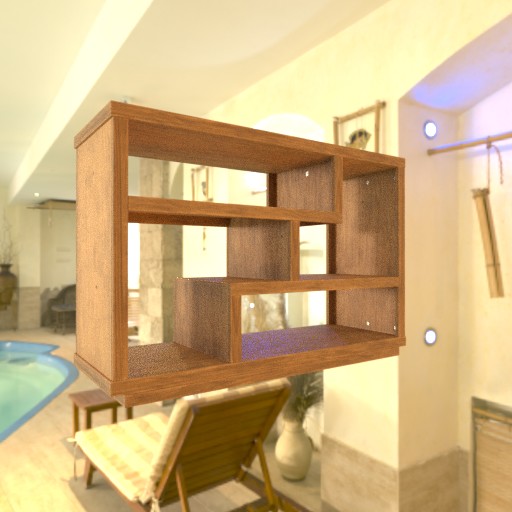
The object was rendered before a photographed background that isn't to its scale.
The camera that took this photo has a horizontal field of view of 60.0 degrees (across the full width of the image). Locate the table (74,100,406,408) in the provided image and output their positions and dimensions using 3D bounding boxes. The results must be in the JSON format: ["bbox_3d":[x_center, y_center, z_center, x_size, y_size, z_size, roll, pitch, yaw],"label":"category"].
[{"bbox_3d":[0.000,0.000,1.592,1.151,0.771,0.410,0,0,-34],"label":"table"}]
